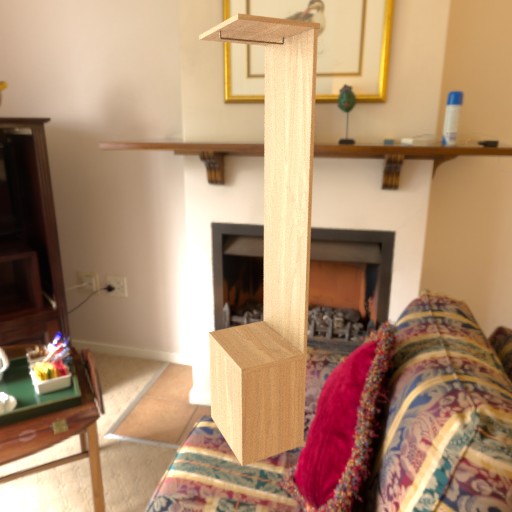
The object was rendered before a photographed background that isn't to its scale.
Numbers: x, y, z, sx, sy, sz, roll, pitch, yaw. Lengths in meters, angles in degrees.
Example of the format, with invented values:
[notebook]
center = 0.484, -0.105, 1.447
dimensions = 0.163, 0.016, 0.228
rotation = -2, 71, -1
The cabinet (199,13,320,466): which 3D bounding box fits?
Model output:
[cabinet]
center = 0.000, 0.000, 2.027
dimensions = 0.338, 1.879, 0.411
rotation = -8, 18, -25
